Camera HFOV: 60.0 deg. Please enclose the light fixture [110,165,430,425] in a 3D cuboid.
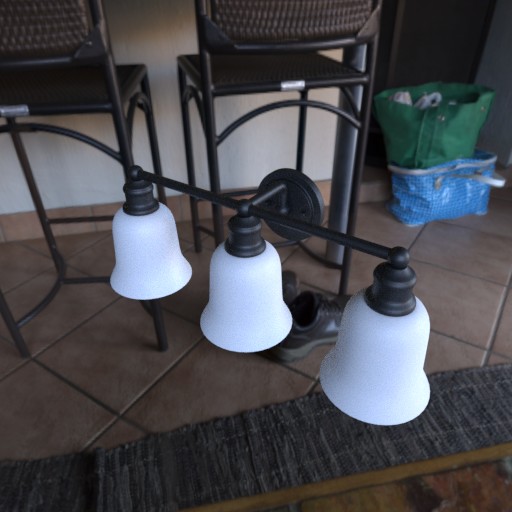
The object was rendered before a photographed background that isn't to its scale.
[{"bbox_3d":[0.000,0.000,0.663,0.570,0.211,0.198,21,38,29],"label":"light fixture"}]
